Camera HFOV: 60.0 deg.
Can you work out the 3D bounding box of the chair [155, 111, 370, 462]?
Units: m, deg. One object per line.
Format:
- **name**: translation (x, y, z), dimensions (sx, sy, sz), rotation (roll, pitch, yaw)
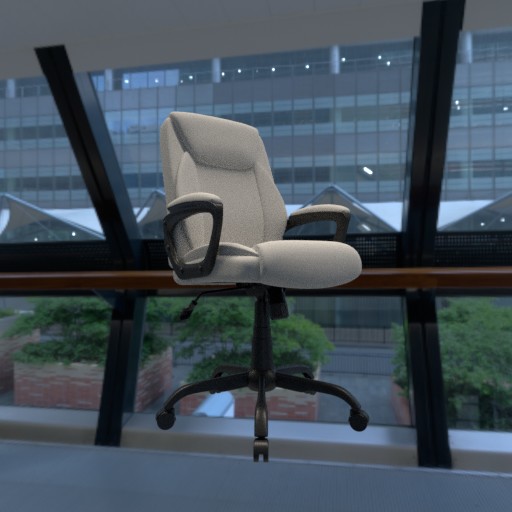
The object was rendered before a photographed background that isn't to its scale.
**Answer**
- **chair**: translation (0.000, 0.000, 1.491), dimensions (0.663, 1.065, 0.669), rotation (0, 0, -35)
